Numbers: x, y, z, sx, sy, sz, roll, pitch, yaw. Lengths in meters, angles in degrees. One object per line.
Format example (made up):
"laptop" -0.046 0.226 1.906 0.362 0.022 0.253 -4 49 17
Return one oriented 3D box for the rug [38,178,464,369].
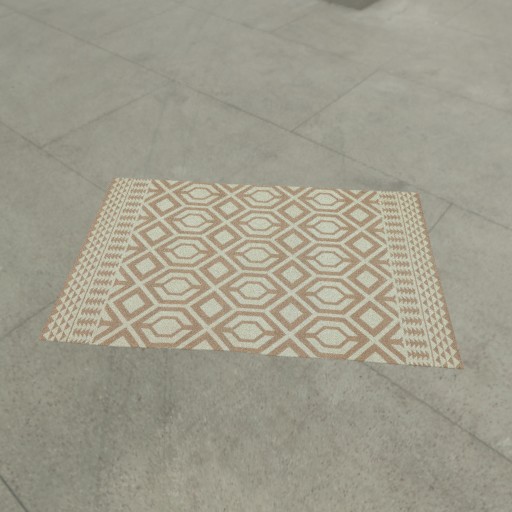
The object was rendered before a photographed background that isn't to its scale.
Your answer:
"rug" 0.000 0.000 3.028 2.435 0.011 1.526 3 48 3
